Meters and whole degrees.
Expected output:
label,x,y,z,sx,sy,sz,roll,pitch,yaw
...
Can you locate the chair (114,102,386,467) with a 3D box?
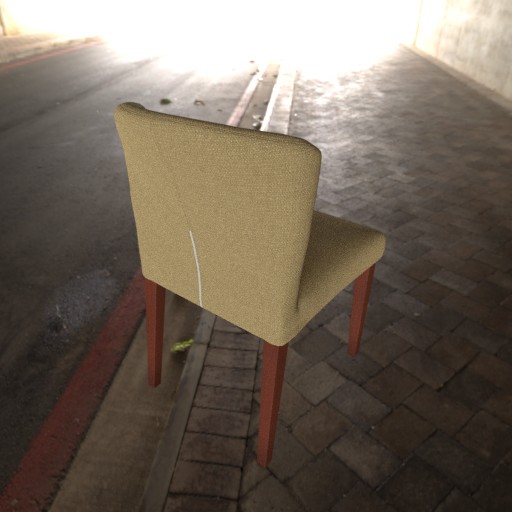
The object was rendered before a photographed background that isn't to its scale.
label,x,y,z,sx,sy,sz,roll,pitch,yaw
chair,0.000,0.000,1.168,0.491,0.839,0.589,22,38,32
